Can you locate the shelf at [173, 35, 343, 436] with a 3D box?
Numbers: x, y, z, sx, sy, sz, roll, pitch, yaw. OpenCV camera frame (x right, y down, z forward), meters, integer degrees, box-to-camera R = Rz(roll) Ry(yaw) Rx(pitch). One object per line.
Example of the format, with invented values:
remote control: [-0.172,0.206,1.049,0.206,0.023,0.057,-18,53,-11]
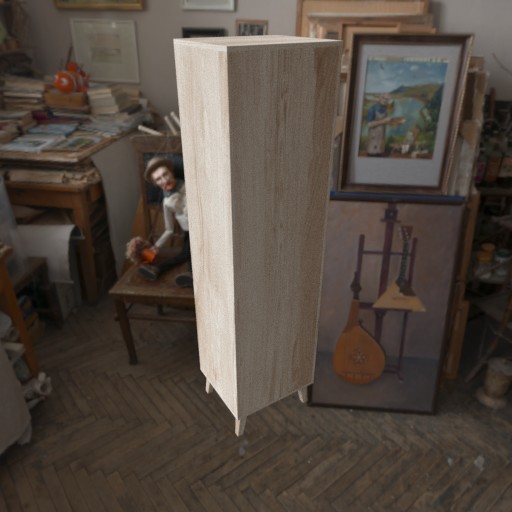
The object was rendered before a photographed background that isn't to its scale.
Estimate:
shelf: [0.000,0.000,2.231,0.510,1.960,0.450,-17,34,-28]
